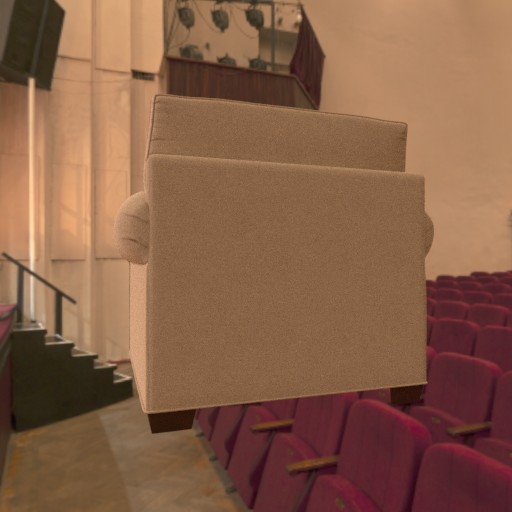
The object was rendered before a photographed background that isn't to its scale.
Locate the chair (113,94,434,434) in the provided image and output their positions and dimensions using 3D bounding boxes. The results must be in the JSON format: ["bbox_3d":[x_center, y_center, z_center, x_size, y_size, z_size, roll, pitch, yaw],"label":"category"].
[{"bbox_3d":[0.000,0.000,1.699,1.040,0.955,0.863,0,0,-18],"label":"chair"}]
